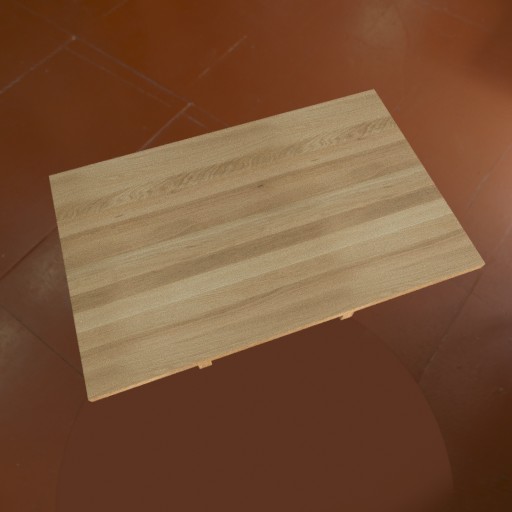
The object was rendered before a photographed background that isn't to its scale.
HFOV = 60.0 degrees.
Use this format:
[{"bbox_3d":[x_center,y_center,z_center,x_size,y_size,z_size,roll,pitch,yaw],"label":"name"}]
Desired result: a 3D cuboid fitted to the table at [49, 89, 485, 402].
[{"bbox_3d":[0.000,0.000,1.520,1.100,0.510,0.700,-17,65,-8],"label":"table"}]
